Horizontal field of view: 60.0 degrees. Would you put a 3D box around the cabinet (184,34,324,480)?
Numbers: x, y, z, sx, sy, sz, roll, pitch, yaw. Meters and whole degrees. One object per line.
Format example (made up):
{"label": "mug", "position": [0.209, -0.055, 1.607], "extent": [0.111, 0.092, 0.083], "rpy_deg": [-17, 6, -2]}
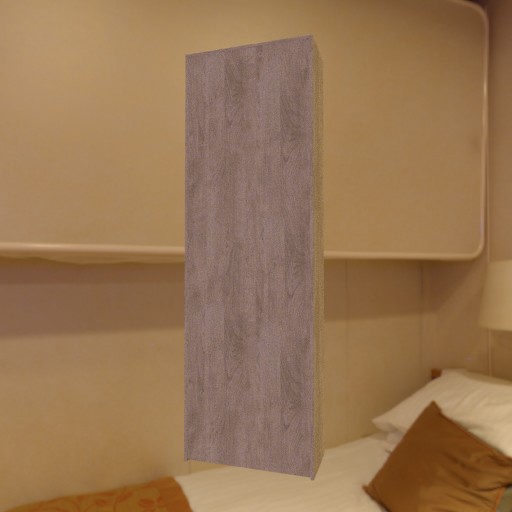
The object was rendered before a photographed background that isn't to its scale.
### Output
{"label": "cabinet", "position": [0.000, 0.000, 1.816], "extent": [0.520, 1.630, 0.250], "rpy_deg": [0, -1, 18]}
